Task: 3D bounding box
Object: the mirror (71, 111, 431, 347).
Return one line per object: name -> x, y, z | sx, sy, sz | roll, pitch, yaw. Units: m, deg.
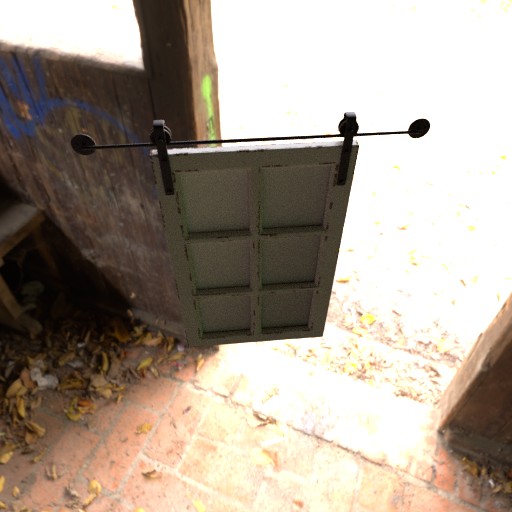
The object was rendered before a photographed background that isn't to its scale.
mirror -> 0.000, 0.000, 1.246 | 0.808, 0.844, 0.037 | -4, 46, -4
